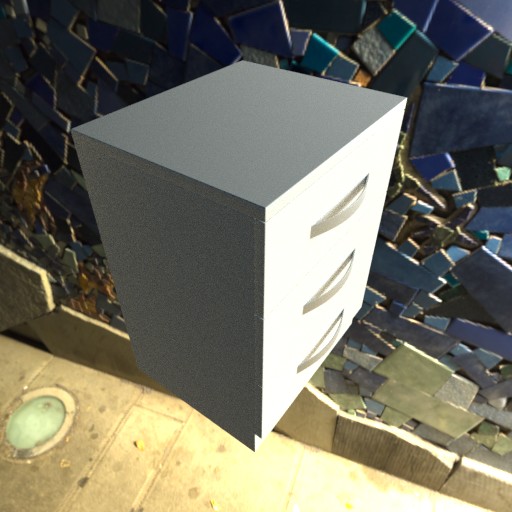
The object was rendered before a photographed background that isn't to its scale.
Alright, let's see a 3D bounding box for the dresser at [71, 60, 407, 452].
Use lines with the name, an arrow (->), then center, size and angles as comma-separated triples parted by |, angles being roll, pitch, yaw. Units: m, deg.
dresser -> 0.000, 0.000, 0.849 | 0.360, 0.560, 0.400 | 25, 46, 27
